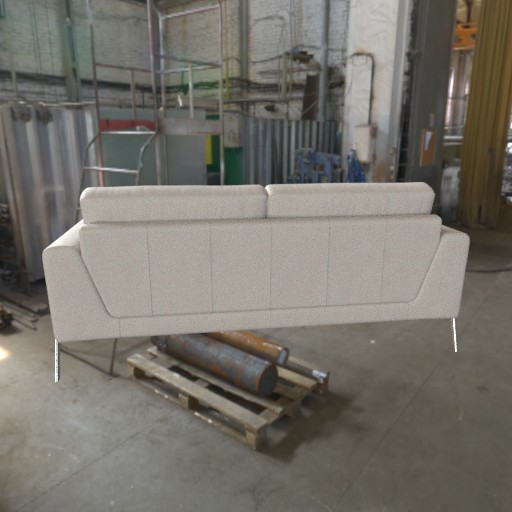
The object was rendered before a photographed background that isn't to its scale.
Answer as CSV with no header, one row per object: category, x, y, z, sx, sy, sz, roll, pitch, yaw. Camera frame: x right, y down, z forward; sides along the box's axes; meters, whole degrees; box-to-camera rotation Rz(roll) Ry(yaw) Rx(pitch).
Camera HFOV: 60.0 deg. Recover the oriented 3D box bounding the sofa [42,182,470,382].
sofa,0.000,0.000,2.520,2.017,0.875,0.953,-2,15,-8
